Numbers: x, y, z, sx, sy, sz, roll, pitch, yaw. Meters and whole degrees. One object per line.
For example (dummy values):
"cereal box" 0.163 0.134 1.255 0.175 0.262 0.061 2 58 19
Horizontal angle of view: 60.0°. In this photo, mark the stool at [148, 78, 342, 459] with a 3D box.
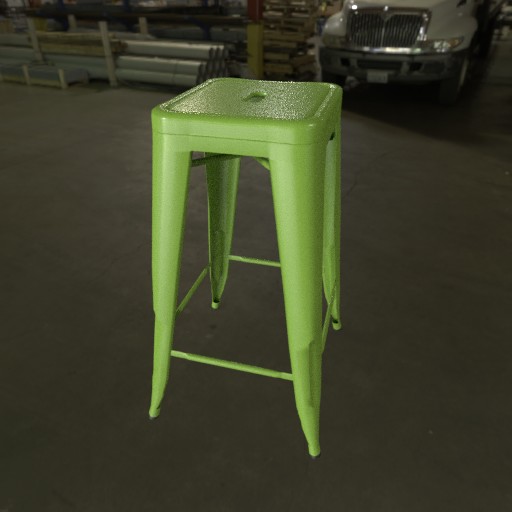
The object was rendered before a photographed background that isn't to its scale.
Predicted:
"stool" 0.000 0.000 0.874 0.358 0.609 0.398 8 32 13
